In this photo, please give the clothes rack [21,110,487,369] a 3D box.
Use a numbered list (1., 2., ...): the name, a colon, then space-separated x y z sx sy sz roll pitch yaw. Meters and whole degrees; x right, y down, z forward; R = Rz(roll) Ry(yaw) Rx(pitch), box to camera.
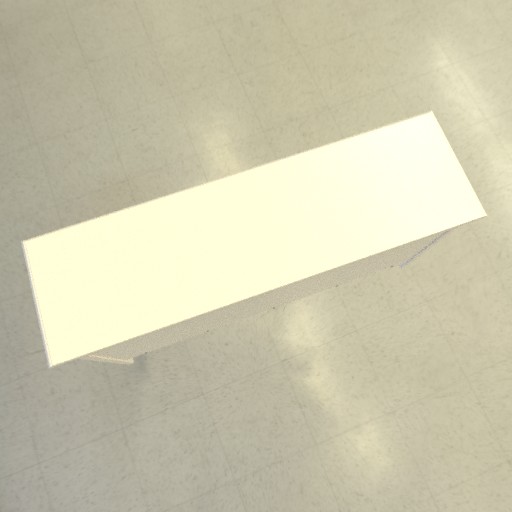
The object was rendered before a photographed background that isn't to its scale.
1. clothes rack: 0.000 0.000 1.348 1.120 0.531 0.324 -19 75 -5
